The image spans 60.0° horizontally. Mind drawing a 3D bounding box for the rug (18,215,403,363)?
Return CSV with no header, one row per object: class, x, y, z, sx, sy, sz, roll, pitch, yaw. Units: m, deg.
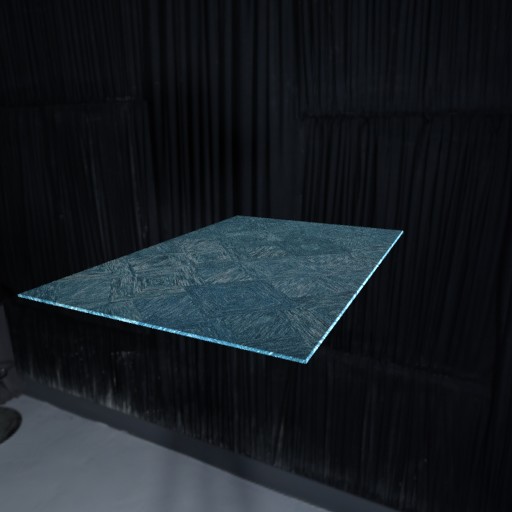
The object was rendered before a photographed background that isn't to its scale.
rug,0.000,0.000,2.841,1.490,0.015,2.277,8,18,25
